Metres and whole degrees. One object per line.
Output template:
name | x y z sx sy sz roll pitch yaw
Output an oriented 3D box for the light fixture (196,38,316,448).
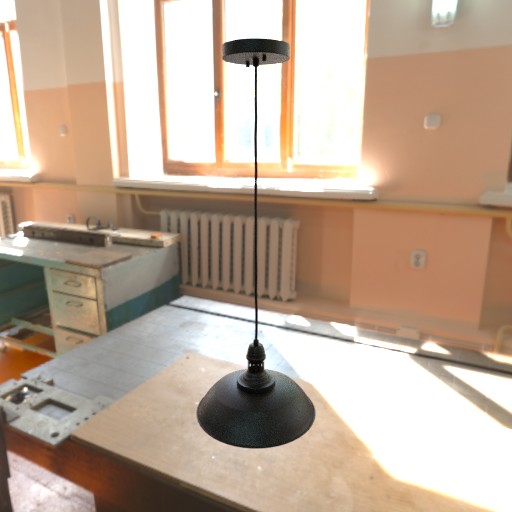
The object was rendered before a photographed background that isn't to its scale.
light fixture | 0.000 0.000 1.137 0.331 0.993 0.331 -7 15 -26
